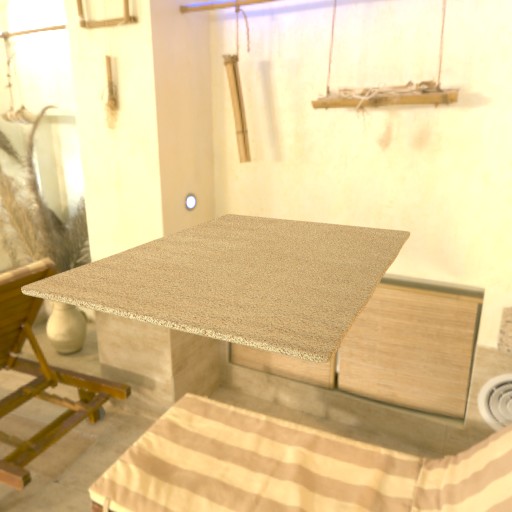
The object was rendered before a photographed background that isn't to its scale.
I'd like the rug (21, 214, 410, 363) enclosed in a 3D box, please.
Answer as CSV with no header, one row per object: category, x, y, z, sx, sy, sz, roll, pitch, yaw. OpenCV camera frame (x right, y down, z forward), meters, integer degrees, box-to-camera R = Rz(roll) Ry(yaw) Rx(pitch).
rug,0.000,0.000,2.101,1.199,0.025,1.600,8,18,25
